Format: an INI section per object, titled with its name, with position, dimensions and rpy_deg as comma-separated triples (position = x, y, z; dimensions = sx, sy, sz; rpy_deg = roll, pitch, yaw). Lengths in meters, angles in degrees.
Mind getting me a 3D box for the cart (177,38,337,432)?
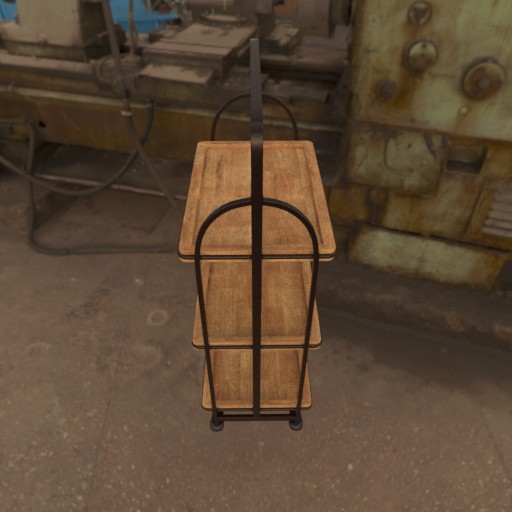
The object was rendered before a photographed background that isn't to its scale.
[cart]
position = 0.000, 0.000, 1.212
dimensions = 0.327, 1.001, 0.553
rpy_deg = 0, 42, 0
